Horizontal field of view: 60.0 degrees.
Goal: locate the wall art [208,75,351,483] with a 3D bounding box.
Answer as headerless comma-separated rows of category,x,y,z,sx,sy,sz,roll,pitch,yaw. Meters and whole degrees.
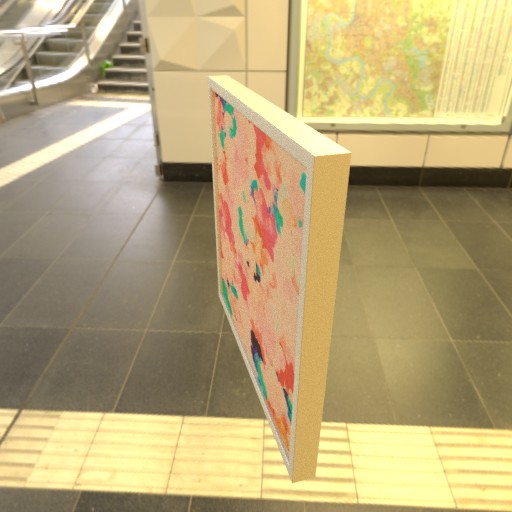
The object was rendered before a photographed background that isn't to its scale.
wall art,0.000,0.000,0.755,0.038,0.505,0.506,-9,31,-14
